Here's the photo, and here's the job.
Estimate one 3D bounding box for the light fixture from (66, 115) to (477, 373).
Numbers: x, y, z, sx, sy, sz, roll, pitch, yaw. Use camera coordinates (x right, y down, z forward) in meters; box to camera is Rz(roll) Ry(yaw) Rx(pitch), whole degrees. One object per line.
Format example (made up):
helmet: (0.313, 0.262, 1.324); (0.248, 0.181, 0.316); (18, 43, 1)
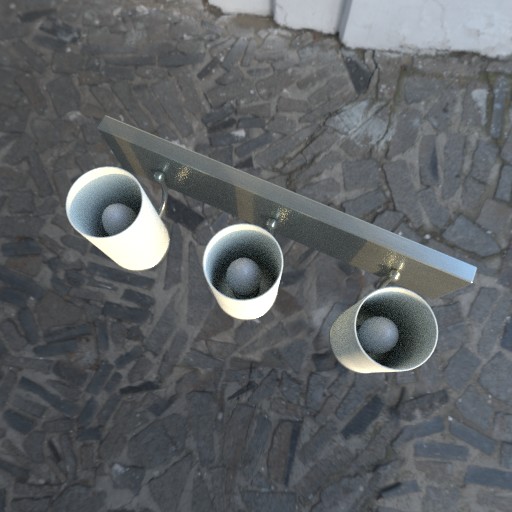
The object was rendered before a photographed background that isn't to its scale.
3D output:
light fixture: (0.000, 0.000, 0.524); (0.451, 0.172, 0.145); (23, 76, 6)
